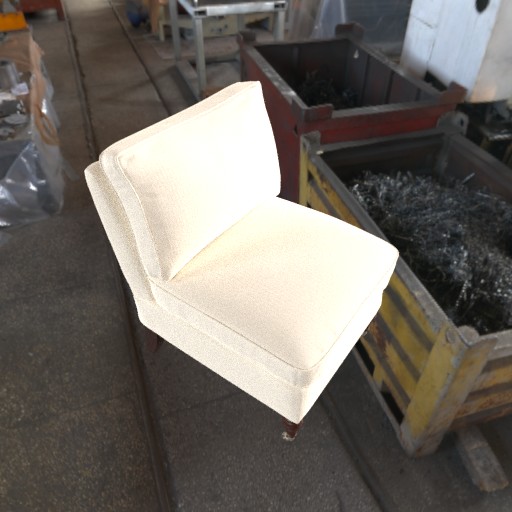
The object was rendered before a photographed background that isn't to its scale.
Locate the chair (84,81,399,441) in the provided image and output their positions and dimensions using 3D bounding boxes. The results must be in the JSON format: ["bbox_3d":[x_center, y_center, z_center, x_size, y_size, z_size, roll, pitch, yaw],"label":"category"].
[{"bbox_3d":[0.000,0.000,1.462,0.781,0.887,0.630,26,48,26],"label":"chair"}]
